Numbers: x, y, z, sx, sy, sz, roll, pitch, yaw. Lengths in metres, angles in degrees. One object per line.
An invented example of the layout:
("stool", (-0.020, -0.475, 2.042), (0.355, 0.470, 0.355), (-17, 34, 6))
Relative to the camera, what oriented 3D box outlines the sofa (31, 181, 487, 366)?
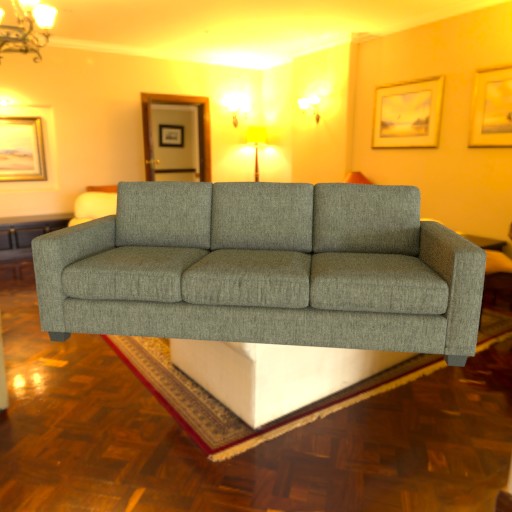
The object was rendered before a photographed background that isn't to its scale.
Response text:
("sofa", (0.000, 0.000, 2.516), (2.160, 0.800, 0.900), (2, 13, 8))
